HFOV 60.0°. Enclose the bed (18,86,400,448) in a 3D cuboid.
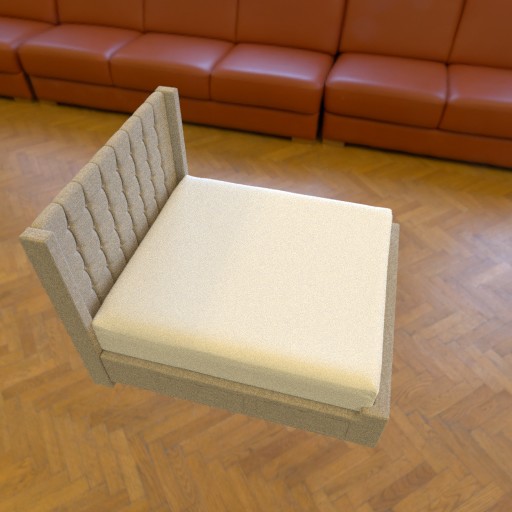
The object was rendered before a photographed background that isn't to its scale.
[{"bbox_3d":[0.000,0.000,3.673,2.372,1.748,2.044,11,47,10],"label":"bed"}]
